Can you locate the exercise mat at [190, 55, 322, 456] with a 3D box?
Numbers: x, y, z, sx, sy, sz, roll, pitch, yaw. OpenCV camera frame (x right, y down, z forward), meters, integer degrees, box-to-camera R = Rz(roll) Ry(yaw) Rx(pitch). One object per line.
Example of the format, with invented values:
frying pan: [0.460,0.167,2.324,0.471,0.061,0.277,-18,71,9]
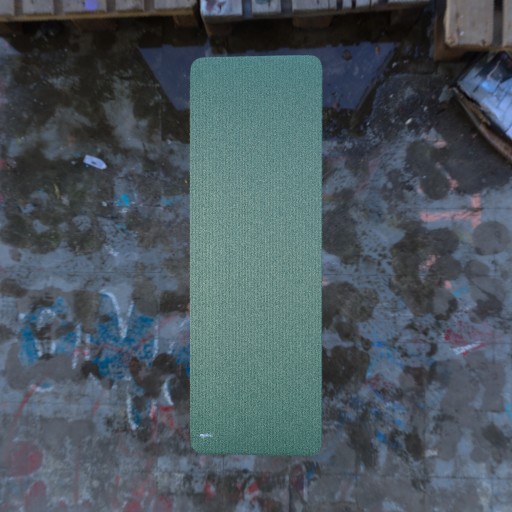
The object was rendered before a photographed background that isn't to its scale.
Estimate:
exercise mat: [0.000,0.000,2.075,0.616,0.021,1.869,0,90,1]
